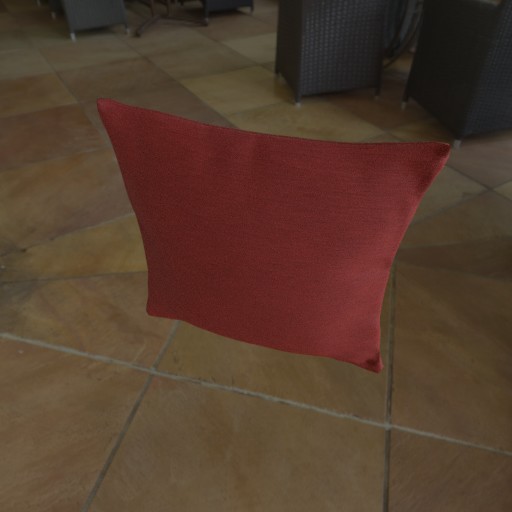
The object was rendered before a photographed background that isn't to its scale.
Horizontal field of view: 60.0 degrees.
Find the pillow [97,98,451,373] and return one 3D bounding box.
[{"bbox_3d":[0.000,0.000,0.647,0.435,0.416,0.151,12,42,13],"label":"pillow"}]
